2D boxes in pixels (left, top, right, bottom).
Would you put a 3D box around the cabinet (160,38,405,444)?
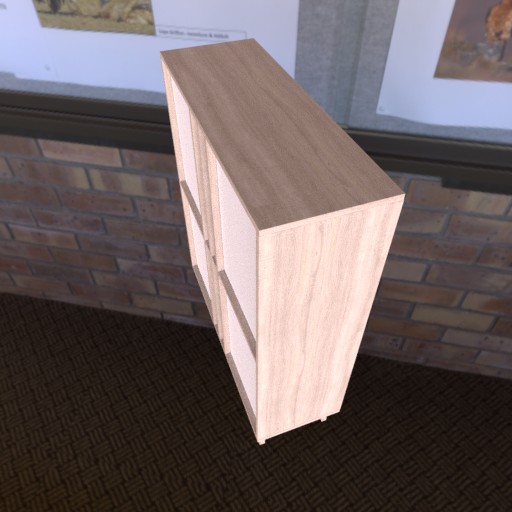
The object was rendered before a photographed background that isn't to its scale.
[{"bbox_3d":[0.000,0.000,1.933,0.398,1.388,1.111,-15,48,-14],"label":"cabinet"}]
